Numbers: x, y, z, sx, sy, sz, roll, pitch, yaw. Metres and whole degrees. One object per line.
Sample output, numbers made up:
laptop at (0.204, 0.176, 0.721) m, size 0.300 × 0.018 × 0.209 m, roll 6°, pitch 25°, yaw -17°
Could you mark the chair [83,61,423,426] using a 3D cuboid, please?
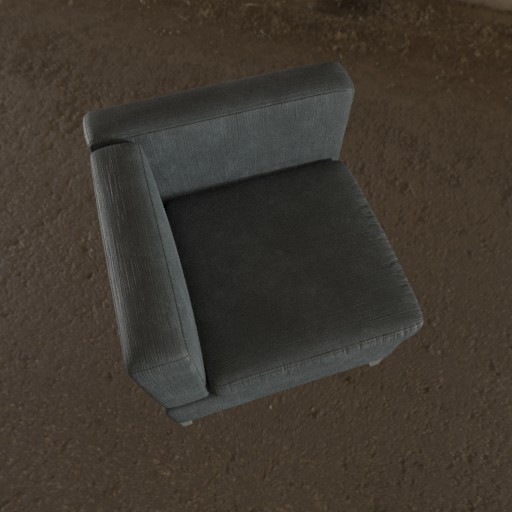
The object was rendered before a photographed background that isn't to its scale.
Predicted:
chair at (0.000, 0.000, 1.214) m, size 0.680 × 0.660 × 0.680 m, roll -15°, pitch 63°, yaw -8°
